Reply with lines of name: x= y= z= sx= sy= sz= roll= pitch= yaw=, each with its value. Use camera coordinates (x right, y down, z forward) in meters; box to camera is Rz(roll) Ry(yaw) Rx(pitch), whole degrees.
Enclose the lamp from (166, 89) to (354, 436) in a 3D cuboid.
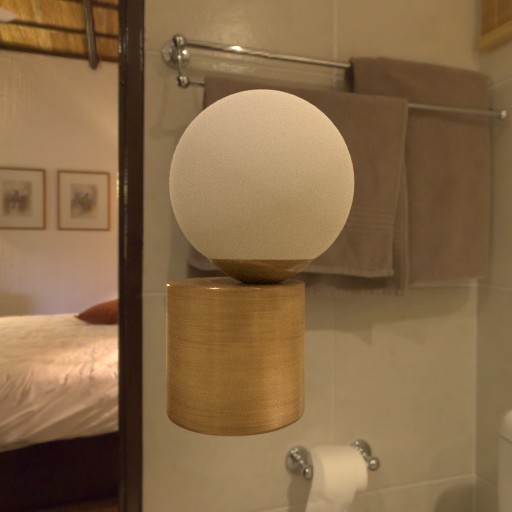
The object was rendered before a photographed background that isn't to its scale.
lamp: x=0.000 y=0.000 z=0.350 sx=0.152 sy=0.250 sz=0.141 roll=1 pitch=1 yaw=36
